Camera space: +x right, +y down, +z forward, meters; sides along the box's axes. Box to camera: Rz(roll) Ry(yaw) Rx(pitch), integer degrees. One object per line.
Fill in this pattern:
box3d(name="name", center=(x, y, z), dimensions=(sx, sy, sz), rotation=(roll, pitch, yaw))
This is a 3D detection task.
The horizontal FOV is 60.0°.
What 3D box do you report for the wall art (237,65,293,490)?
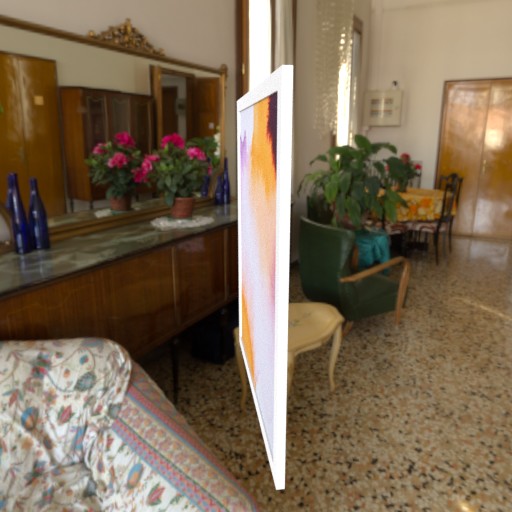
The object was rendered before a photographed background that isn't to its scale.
box3d(name="wall art", center=(0.000, 0.000, 0.785), dimensions=(0.012, 0.557, 0.482), rotation=(-2, 15, -8))
